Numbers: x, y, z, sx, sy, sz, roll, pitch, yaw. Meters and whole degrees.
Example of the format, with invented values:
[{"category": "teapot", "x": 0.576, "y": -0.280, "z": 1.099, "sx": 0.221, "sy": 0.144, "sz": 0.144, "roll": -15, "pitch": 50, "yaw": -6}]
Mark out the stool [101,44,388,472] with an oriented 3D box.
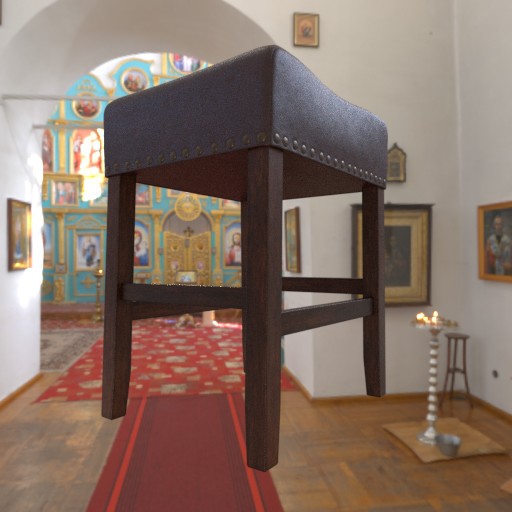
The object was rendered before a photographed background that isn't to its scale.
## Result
[{"category": "stool", "x": 0.000, "y": 0.000, "z": 0.909, "sx": 0.397, "sy": 0.608, "sz": 0.465, "roll": -1, "pitch": -1, "yaw": 37}]
